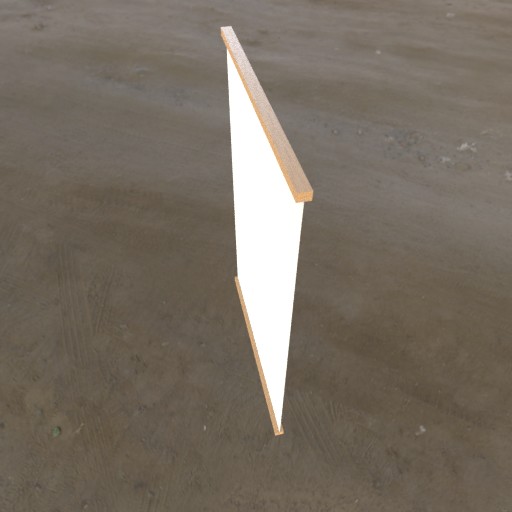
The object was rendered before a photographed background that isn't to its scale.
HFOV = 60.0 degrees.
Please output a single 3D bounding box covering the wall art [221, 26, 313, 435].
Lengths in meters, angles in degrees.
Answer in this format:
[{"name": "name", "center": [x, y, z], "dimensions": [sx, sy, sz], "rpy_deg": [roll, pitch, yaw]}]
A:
[{"name": "wall art", "center": [0.000, 0.000, 1.289], "dimensions": [0.027, 1.020, 0.669], "rpy_deg": [-10, 49, -9]}]
